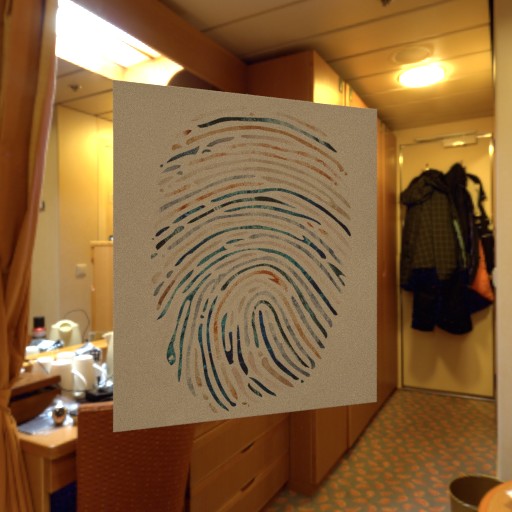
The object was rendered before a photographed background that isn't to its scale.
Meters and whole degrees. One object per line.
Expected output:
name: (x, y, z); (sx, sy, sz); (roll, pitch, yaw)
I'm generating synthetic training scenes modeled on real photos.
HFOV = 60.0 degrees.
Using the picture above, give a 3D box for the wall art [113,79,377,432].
wall art: (0.000, 0.000, 0.993); (0.609, 0.710, 0.021); (0, 0, -18)
